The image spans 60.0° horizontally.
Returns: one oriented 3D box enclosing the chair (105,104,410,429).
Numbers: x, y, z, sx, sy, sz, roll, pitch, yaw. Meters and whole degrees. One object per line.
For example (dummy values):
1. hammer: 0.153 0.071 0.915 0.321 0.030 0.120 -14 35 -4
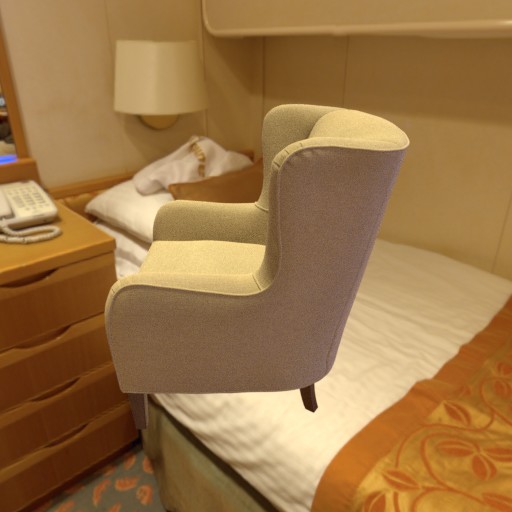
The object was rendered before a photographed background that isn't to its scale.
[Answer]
1. chair: 0.000 0.000 1.724 0.966 1.040 0.838 0 26 0
